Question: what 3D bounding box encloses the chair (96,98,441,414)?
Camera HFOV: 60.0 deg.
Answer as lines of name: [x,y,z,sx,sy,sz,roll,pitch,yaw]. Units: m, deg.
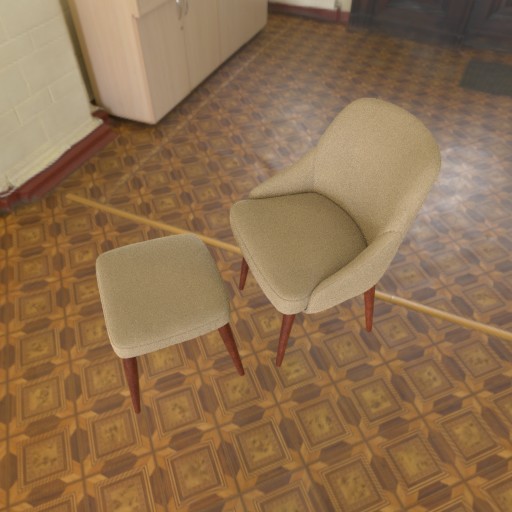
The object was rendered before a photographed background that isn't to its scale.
chair: [0.000,0.000,1.593,1.114,0.866,0.584,-16,48,-15]
